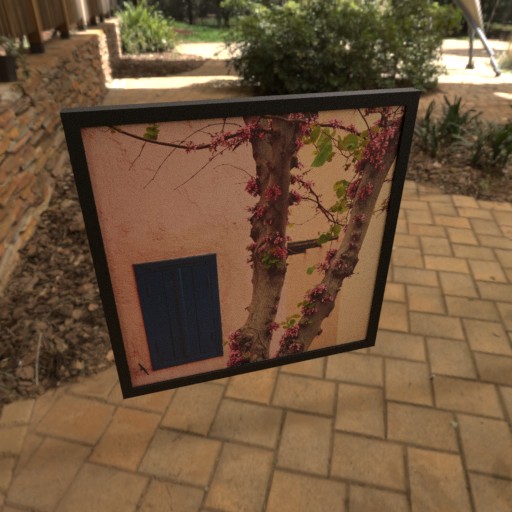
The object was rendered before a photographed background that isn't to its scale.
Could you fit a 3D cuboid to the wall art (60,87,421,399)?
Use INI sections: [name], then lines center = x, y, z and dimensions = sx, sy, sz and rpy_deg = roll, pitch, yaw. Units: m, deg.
[wall art]
center = 0.000, 0.000, 1.117
dimensions = 0.762, 0.762, 0.038
rpy_deg = -8, 32, -14
